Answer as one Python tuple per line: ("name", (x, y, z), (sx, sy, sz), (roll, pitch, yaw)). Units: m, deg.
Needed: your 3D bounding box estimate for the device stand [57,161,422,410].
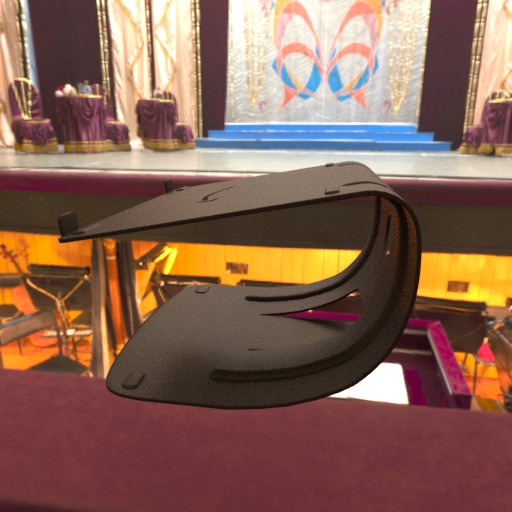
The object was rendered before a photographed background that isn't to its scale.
("device stand", (0.000, 0.000, 0.403), (0.236, 0.155, 0.256), (2, 16, 8))
